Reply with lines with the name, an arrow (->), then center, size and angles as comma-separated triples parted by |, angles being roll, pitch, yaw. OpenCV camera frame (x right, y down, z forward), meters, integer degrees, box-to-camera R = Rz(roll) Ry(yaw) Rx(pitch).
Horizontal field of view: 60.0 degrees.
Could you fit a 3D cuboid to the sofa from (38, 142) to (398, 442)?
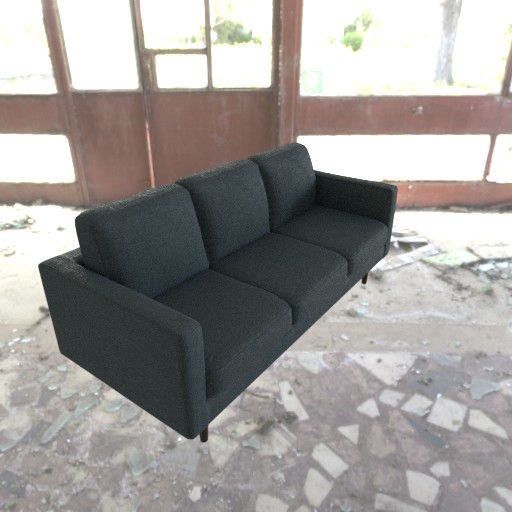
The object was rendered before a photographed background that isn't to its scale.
sofa -> 0.000, 0.000, 2.545 | 0.935, 0.945, 2.013 | 19, 33, 32
